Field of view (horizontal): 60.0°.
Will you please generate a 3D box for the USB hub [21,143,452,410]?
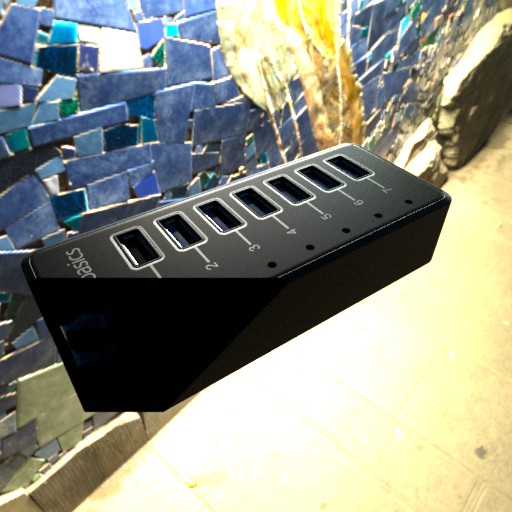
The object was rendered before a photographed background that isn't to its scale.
[{"bbox_3d":[0.000,0.000,0.123,0.110,0.023,0.044,-24,46,-25],"label":"USB hub"}]
